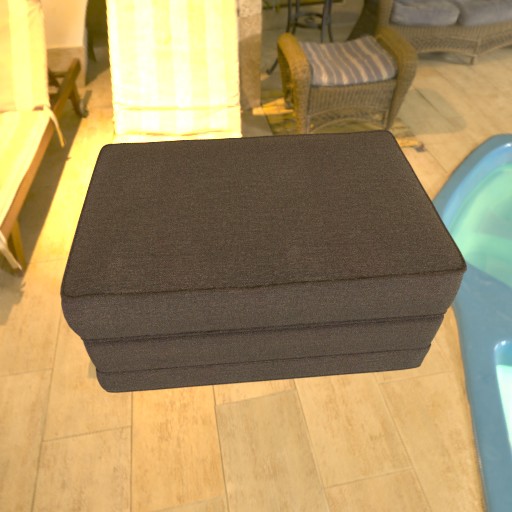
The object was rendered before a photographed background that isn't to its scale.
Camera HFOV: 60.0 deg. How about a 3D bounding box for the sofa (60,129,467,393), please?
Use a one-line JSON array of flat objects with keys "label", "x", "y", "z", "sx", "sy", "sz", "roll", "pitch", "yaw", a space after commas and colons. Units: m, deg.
[{"label": "sofa", "x": 0.000, "y": 0.000, "z": 1.222, "sx": 0.854, "sy": 0.457, "sz": 0.578, "roll": -4, "pitch": 46, "yaw": -3}]
